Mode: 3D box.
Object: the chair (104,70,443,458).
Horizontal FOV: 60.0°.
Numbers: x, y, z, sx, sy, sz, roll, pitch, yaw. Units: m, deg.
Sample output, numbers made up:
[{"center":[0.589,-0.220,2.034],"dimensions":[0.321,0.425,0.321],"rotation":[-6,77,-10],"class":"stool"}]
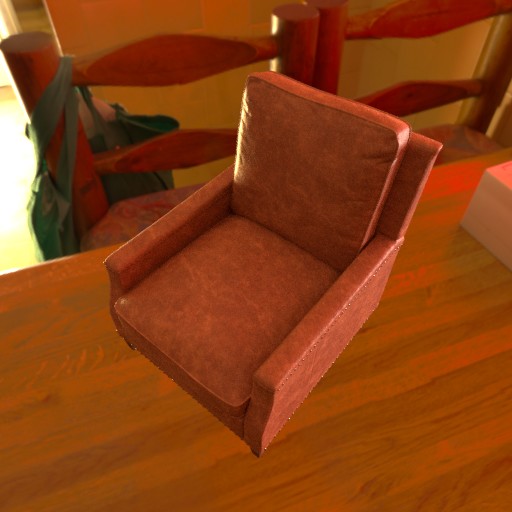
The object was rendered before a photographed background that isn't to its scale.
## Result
[{"center":[0.000,0.000,1.787],"dimensions":[0.854,1.054,1.035],"rotation":[32,55,25],"class":"chair"}]
